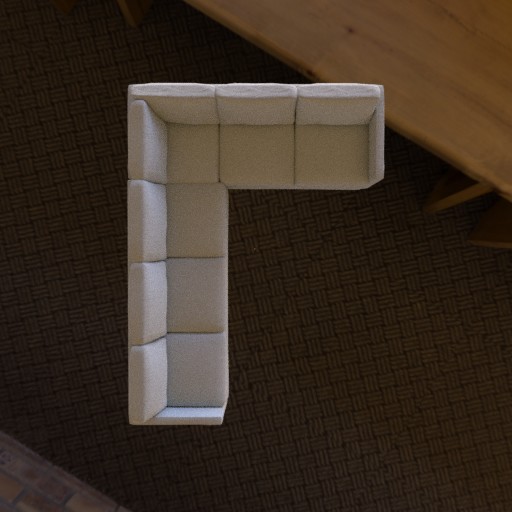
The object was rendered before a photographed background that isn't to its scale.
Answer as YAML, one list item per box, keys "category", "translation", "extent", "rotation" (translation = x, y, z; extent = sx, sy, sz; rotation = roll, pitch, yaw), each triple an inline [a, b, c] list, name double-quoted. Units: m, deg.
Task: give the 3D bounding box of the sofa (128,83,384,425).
- category: "sofa"
  translation: [0.000, 0.000, 4.530]
  extent: [2.522, 0.934, 3.333]
  rotation: [0, 91, 0]
